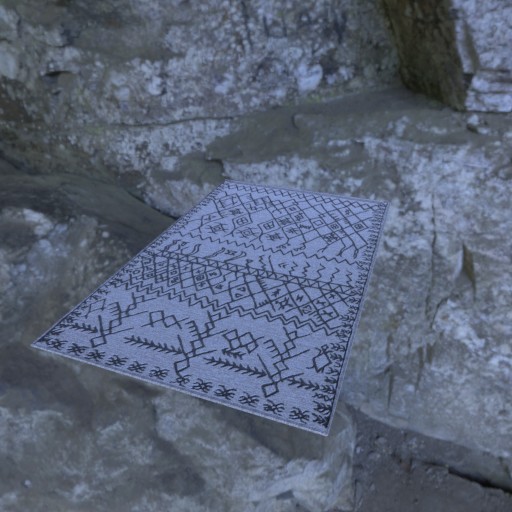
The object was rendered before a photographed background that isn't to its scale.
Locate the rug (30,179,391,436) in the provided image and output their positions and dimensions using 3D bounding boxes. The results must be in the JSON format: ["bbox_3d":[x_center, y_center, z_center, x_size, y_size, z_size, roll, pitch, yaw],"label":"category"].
[{"bbox_3d":[0.000,0.000,2.992,1.526,0.012,2.444,11,33,17],"label":"rug"}]
